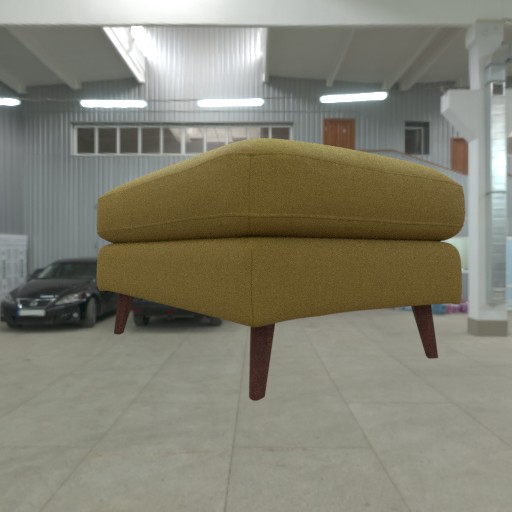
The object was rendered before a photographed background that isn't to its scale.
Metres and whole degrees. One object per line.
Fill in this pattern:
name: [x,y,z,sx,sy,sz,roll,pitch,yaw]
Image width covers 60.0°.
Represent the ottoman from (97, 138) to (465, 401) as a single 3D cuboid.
ottoman: [0.000,0.000,1.126,0.608,0.449,0.811,0,1,-35]
